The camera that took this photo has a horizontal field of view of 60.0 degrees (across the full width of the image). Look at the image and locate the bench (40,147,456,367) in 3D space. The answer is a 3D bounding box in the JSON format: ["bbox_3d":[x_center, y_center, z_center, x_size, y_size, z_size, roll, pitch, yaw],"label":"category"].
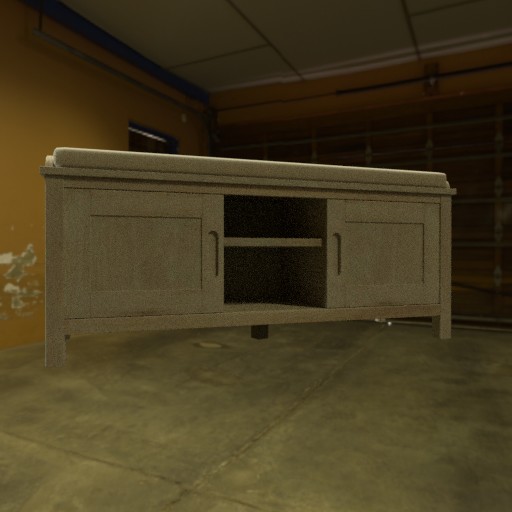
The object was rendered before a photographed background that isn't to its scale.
[{"bbox_3d":[0.000,0.000,1.352,1.140,0.501,0.398,0,0,-18],"label":"bench"}]
